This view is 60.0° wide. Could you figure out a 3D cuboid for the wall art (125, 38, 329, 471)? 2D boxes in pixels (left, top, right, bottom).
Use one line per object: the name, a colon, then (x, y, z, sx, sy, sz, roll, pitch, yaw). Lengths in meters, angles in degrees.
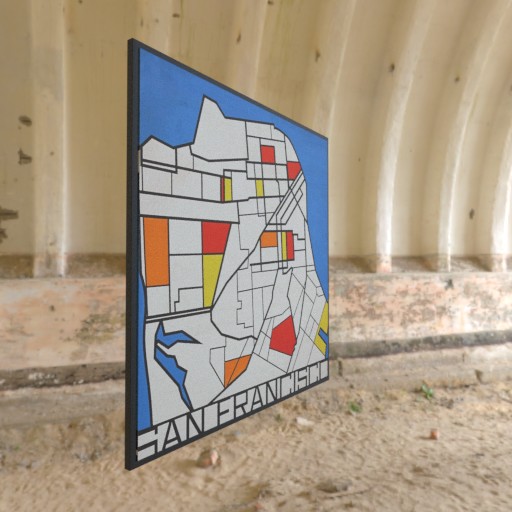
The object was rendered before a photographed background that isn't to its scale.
wall art: (0.000, 0.000, 0.949, 0.015, 0.663, 0.664, -1, -2, 36)
